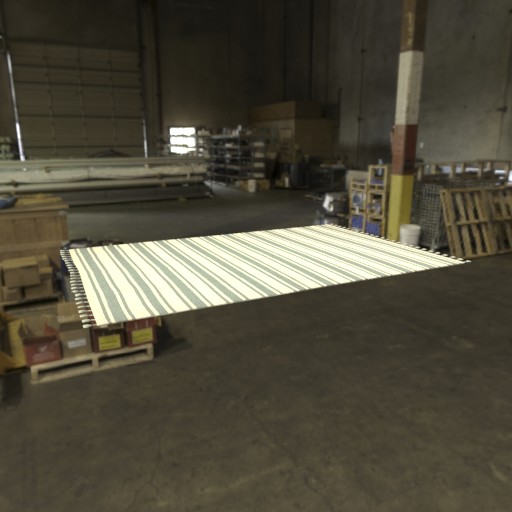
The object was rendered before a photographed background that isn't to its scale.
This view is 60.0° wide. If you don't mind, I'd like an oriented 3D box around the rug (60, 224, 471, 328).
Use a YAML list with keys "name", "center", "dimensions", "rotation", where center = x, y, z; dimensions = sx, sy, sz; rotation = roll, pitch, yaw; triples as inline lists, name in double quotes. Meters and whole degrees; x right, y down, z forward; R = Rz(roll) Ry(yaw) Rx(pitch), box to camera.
- name: "rug"
  center: [0.000, 0.000, 3.058]
  dimensions: [2.410, 0.011, 1.539]
  rotation: [-7, 16, -26]
